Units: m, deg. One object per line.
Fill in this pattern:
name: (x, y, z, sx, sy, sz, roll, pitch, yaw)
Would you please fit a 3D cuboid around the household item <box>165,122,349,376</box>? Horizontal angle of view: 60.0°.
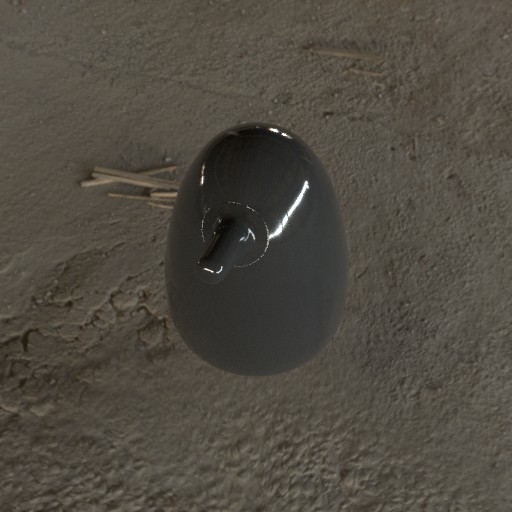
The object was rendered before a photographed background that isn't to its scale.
household item: (0.000, 0.000, 0.225, 0.102, 0.152, 0.104, 16, 59, 10)
